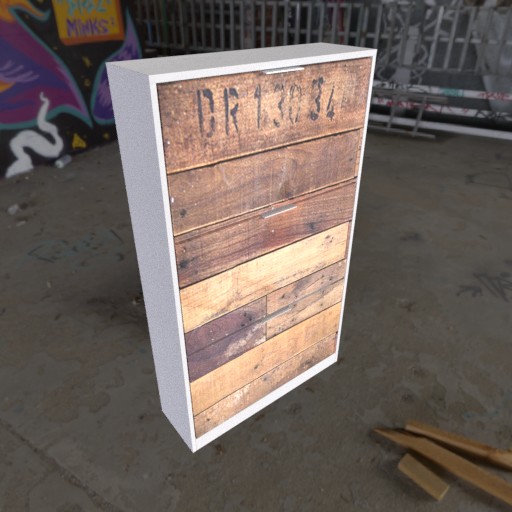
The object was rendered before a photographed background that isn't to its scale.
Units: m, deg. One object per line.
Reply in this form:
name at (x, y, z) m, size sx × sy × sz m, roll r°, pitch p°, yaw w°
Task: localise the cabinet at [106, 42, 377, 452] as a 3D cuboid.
cabinet at (0.000, 0.000, 1.542) m, size 0.750 × 1.280 × 0.250 m, roll -22°, pitch 38°, yaw -32°
